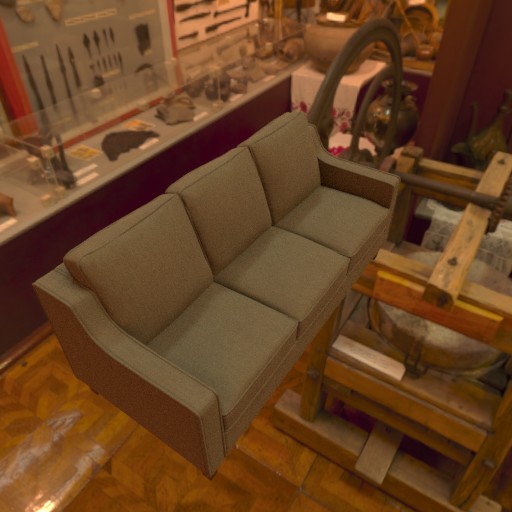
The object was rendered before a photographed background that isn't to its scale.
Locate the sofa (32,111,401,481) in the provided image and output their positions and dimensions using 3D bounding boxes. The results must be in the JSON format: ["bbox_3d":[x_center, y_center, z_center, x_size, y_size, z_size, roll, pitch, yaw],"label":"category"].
[{"bbox_3d":[0.000,0.000,2.479,0.911,0.974,1.986,24,46,25],"label":"sofa"}]
